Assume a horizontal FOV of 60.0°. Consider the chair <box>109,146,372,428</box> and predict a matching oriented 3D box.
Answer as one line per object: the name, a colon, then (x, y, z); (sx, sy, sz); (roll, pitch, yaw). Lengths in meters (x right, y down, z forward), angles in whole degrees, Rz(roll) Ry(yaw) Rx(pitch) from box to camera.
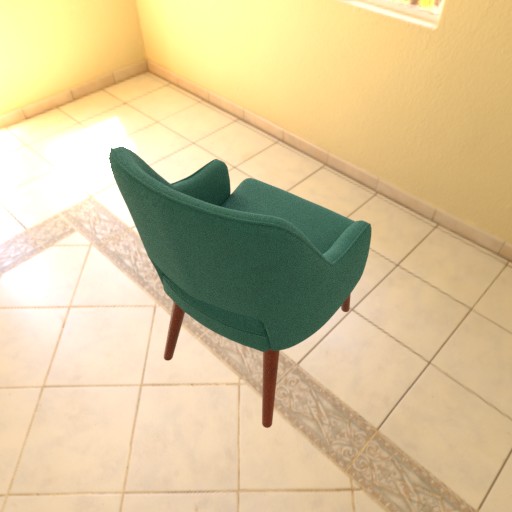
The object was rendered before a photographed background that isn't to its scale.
chair: (0.000, 0.000, 1.262); (0.548, 0.849, 0.605); (27, 53, 22)
